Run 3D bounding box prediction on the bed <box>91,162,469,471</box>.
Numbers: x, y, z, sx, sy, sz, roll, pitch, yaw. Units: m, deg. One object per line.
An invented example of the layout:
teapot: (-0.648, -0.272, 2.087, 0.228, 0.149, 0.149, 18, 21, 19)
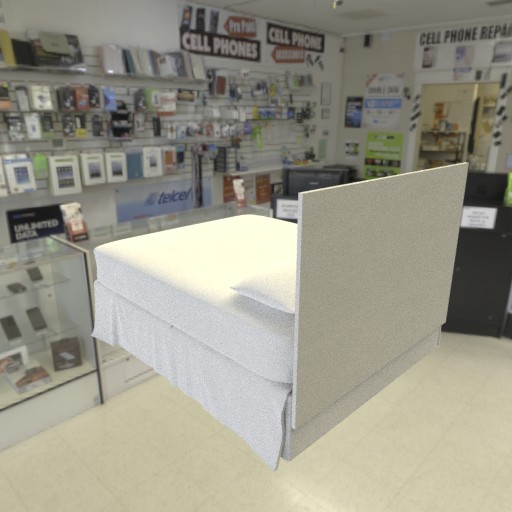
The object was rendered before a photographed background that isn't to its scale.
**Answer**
bed: (0.000, 0.000, 3.139, 1.745, 1.335, 2.094, -17, 24, -41)
